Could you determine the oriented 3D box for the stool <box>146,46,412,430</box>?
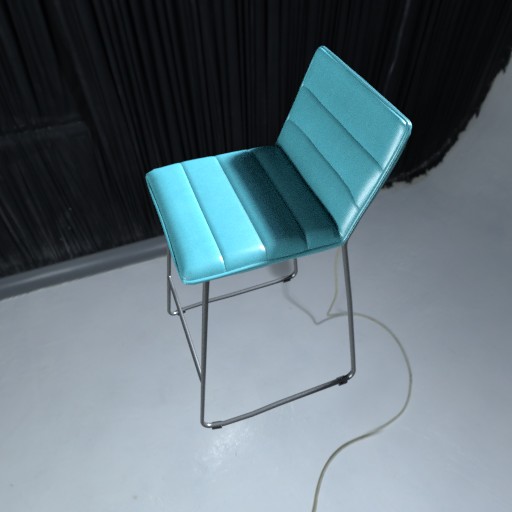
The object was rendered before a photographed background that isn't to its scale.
[{"bbox_3d":[0.000,0.000,1.224,0.524,0.936,0.489,-16,50,-14],"label":"stool"}]
